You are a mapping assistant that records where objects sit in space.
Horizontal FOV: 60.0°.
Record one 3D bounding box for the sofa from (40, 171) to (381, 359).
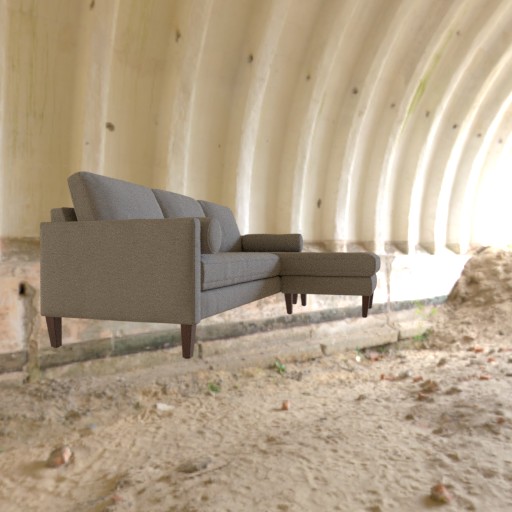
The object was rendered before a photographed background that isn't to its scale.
[{"bbox_3d":[0.000,0.000,2.930,1.506,0.875,2.178,0,1,18],"label":"sofa"}]
